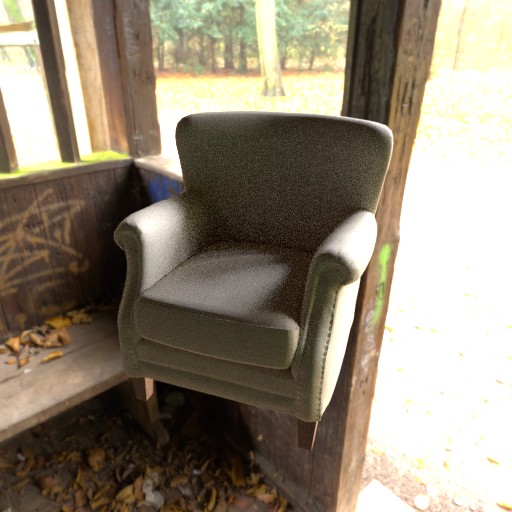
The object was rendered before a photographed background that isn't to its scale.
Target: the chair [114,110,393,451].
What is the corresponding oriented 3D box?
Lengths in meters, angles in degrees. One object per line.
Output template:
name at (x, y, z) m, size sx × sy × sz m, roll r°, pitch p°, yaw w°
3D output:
chair at (0.000, 0.000, 1.669) m, size 0.861 × 0.936 × 0.921 m, roll 9°, pitch 28°, yaw 17°
